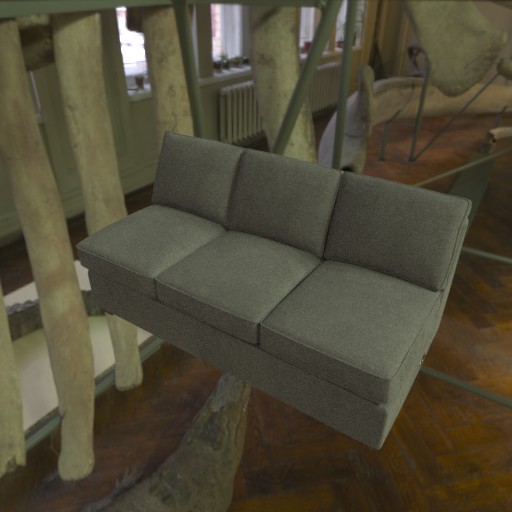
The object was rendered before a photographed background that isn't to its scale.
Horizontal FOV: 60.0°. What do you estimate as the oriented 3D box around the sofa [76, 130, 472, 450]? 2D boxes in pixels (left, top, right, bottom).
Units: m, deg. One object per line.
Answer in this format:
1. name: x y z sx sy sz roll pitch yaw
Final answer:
1. sofa: 0.000 0.000 2.511 1.962 0.973 1.027 19 36 29
